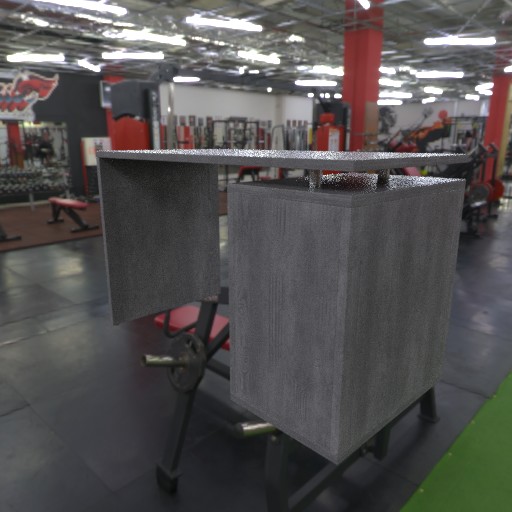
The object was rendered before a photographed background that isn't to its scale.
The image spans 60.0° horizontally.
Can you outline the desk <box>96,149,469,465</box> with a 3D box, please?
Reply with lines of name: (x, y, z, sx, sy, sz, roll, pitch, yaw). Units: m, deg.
desk: (0.000, 0.000, 1.624, 0.600, 0.740, 1.200, -14, 20, -42)
